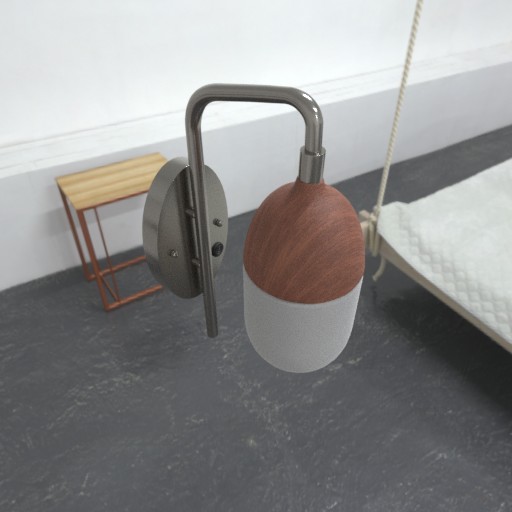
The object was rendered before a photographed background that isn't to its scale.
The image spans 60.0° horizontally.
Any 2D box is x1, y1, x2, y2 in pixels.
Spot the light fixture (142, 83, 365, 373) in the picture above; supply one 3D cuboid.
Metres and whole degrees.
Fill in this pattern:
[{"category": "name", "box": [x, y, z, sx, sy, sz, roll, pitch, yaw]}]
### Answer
[{"category": "light fixture", "box": [0.000, 0.000, 0.437, 0.216, 0.343, 0.108, 27, 47, 29]}]
